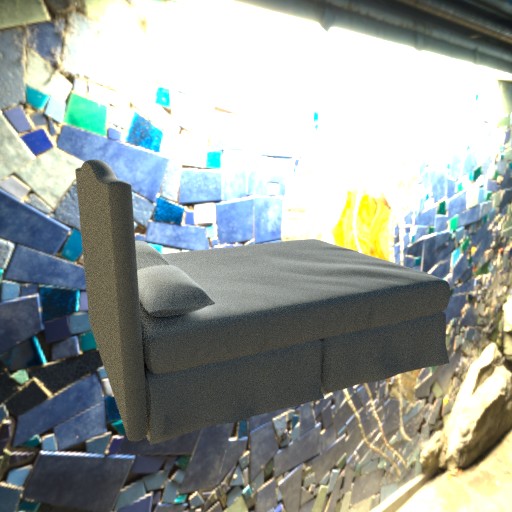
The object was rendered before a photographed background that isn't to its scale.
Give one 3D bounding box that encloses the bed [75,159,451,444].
[{"bbox_3d":[0.000,0.000,3.321,2.282,1.436,1.821,-7,15,-25],"label":"bed"}]
